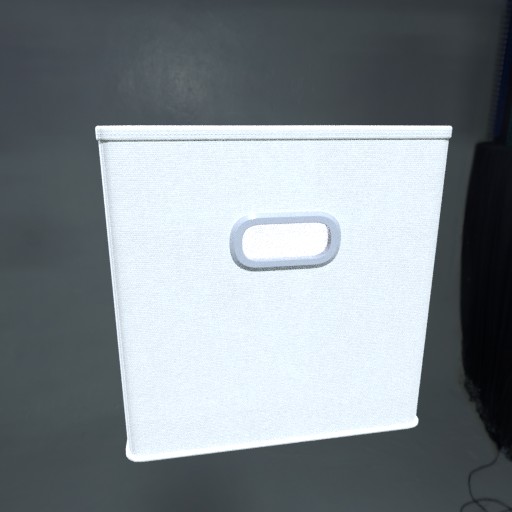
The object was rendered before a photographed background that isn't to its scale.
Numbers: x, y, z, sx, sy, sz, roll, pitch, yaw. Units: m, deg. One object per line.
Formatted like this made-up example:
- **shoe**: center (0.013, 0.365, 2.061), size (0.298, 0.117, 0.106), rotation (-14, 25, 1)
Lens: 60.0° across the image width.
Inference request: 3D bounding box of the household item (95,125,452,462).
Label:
- **household item**: center (0.000, 0.000, 0.540), size (0.305, 0.305, 0.305), rotation (-3, 17, -10)
